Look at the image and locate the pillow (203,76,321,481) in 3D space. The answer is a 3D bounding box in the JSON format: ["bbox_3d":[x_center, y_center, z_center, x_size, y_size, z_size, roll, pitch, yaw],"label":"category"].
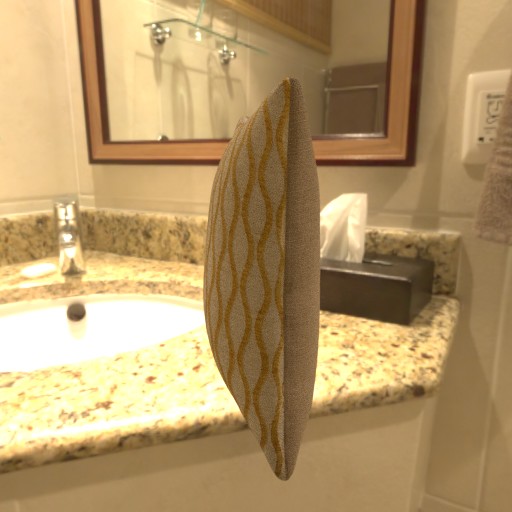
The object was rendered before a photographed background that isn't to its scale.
[{"bbox_3d":[0.000,0.000,0.658,0.159,0.436,0.429,-2,13,-8],"label":"pillow"}]
